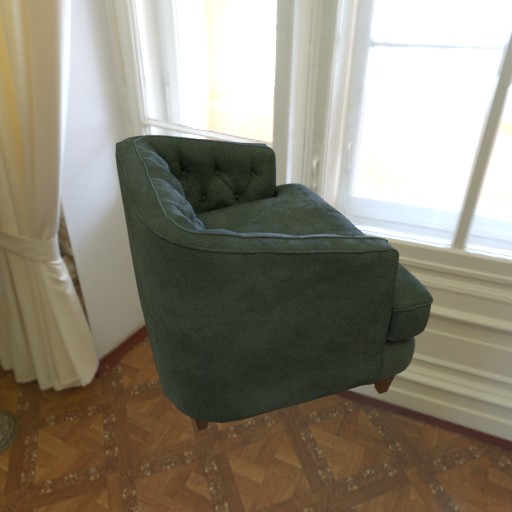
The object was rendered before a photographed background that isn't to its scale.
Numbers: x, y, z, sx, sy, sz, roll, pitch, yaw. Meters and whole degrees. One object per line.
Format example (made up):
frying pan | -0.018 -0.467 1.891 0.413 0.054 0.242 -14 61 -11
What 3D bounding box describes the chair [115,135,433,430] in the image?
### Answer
chair | 0.000 0.000 1.794 0.941 0.852 1.104 -11 34 -17
